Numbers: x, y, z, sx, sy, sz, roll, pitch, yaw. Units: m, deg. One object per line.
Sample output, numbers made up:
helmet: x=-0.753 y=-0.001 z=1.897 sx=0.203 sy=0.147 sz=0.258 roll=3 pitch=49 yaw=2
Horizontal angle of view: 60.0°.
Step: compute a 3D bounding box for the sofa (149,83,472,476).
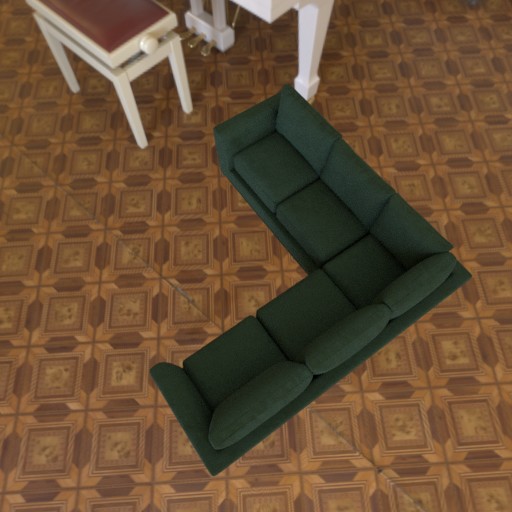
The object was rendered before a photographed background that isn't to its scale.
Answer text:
sofa: x=0.000 y=0.000 z=3.826 sx=2.452 sy=1.004 sz=2.468 roll=-33 pitch=68 yaw=-15
